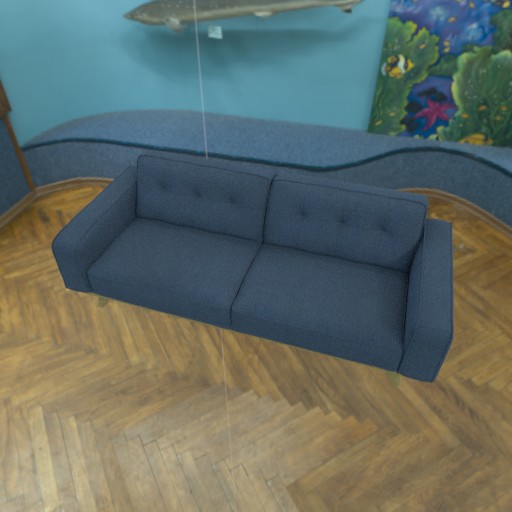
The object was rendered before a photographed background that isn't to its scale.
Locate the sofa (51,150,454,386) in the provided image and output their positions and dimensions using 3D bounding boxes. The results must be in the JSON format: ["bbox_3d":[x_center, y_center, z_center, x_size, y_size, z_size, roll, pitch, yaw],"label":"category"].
[{"bbox_3d":[0.000,0.000,2.769,2.270,0.782,0.953,12,43,13],"label":"sofa"}]
